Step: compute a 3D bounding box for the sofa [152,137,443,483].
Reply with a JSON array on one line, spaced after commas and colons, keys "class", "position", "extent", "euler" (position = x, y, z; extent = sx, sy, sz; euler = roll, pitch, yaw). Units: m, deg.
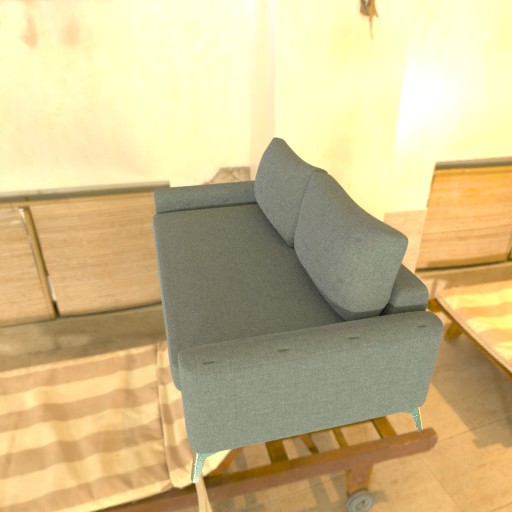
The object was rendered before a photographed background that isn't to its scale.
[{"class": "sofa", "position": [0.000, 0.000, 2.109], "extent": [0.920, 0.790, 1.650], "euler": [-7, 29, -13]}]
